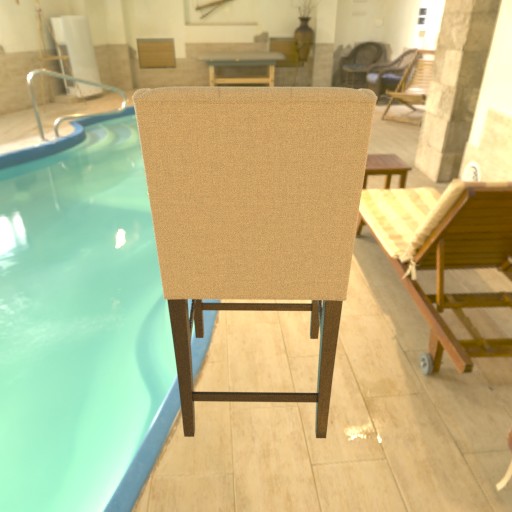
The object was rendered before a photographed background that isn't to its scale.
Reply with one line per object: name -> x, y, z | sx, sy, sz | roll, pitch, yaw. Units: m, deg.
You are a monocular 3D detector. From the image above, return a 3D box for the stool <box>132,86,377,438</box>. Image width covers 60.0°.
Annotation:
stool -> 0.000, 0.000, 1.211 | 0.474, 0.939, 0.509 | 0, 29, 1
